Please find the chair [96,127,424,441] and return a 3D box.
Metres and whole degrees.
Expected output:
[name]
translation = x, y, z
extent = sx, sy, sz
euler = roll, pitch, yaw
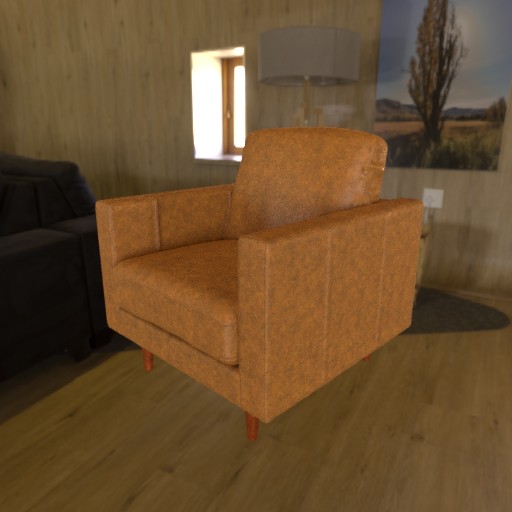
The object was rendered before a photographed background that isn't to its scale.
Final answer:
[chair]
translation = 0.000, 0.000, 1.711
extent = 0.890, 0.956, 0.909
euler = 15, 22, 42
